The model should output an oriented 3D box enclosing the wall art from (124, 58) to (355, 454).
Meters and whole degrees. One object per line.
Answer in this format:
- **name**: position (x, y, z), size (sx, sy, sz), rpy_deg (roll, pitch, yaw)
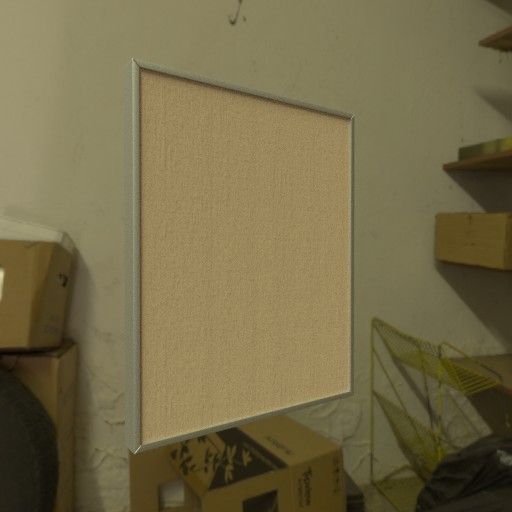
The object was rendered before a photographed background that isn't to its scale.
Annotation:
- **wall art**: position (0.000, 0.000, 0.762), size (0.445, 0.553, 0.039), rpy_deg (0, 1, -35)
